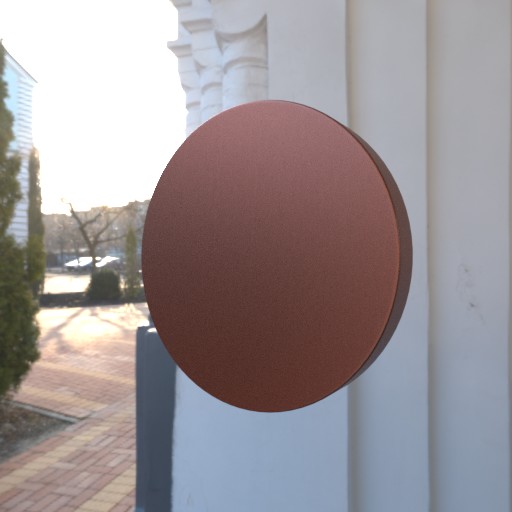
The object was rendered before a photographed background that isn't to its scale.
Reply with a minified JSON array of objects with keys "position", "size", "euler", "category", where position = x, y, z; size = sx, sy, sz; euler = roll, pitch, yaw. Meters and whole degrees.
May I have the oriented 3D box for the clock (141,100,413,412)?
[{"position":[0.000,0.000,0.468],"size":[0.313,0.313,0.040],"euler":[0,-1,34],"category":"clock"}]
